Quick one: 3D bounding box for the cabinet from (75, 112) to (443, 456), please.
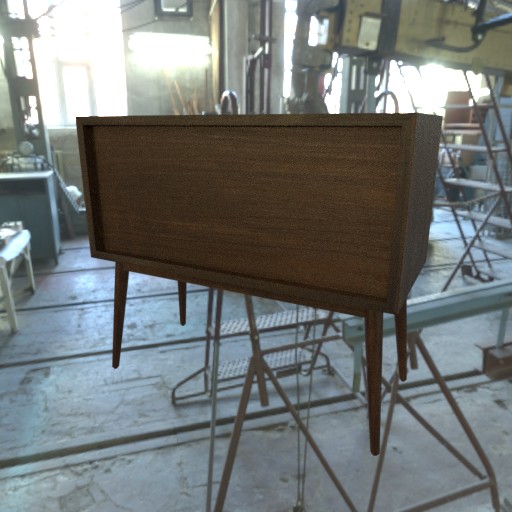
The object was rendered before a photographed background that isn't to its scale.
[{"bbox_3d":[0.000,0.000,1.086,0.743,0.654,0.354,9,19,27],"label":"cabinet"}]
